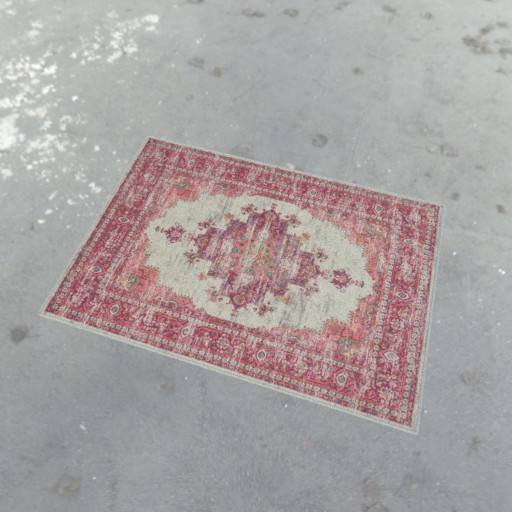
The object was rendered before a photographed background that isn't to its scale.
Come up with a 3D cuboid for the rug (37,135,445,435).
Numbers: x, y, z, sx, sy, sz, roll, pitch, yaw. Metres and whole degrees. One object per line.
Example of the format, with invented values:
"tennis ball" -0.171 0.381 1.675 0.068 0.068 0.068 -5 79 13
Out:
"rug" 0.000 0.000 2.217 1.747 0.011 1.217 15 60 9
